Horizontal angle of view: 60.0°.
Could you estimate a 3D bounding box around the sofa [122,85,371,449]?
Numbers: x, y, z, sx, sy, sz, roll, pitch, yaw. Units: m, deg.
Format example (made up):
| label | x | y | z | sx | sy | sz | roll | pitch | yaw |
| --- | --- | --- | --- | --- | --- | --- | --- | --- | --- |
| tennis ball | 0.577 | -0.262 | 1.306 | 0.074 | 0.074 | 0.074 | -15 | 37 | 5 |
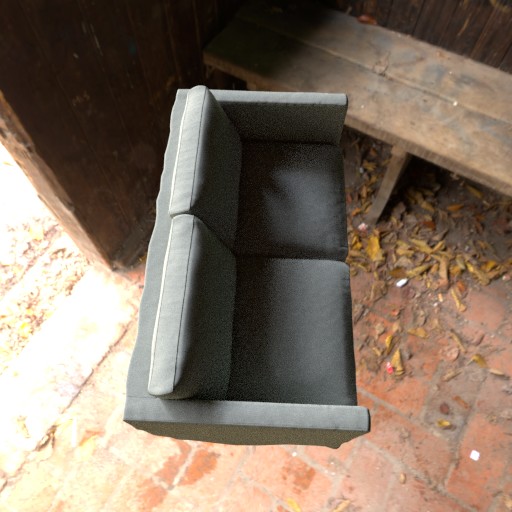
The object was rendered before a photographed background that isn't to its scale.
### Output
| label | x | y | z | sx | sy | sz | roll | pitch | yaw |
| --- | --- | --- | --- | --- | --- | --- | --- | --- | --- |
| sofa | 0.000 | 0.000 | 2.251 | 0.944 | 0.830 | 1.727 | 2 | 63 | 1 |
